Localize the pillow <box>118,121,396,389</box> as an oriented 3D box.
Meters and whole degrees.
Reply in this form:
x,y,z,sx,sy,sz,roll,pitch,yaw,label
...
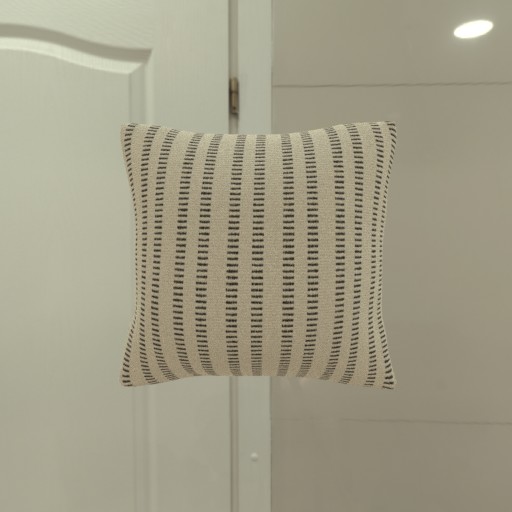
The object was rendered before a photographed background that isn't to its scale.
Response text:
x,y,z,sx,sy,sz,roll,pitch,yaw,label
0.000,0.000,0.698,0.438,0.419,0.247,0,2,2,pillow
